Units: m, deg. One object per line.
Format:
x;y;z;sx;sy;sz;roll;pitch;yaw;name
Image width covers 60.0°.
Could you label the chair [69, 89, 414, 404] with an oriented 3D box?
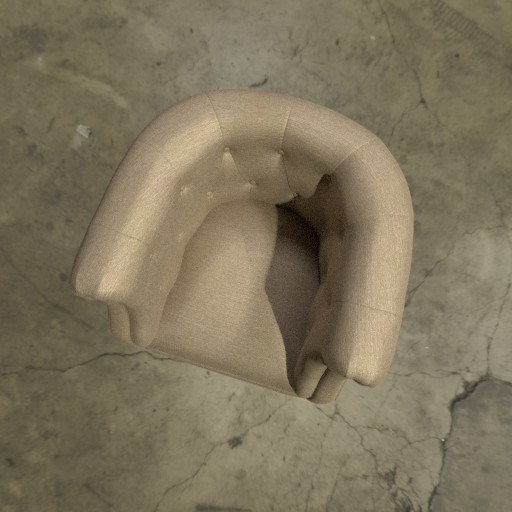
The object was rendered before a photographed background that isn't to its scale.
0.000;0.000;1.572;0.905;0.827;0.852;16;76;4;chair
